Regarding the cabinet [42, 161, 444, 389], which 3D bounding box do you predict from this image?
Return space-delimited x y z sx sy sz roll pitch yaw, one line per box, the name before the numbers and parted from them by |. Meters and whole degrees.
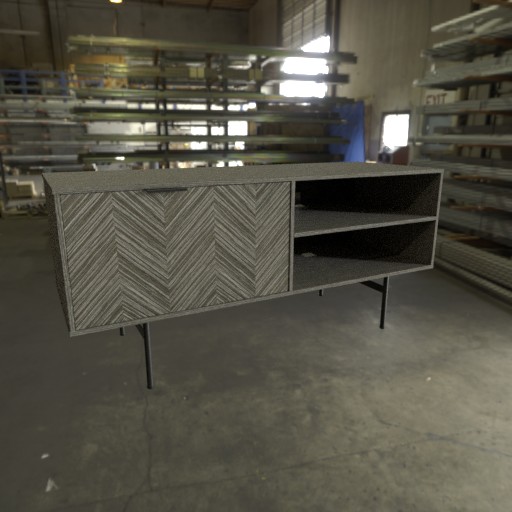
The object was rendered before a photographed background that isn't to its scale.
cabinet | 0.000 0.000 1.587 1.300 0.599 0.500 -8 17 -26
